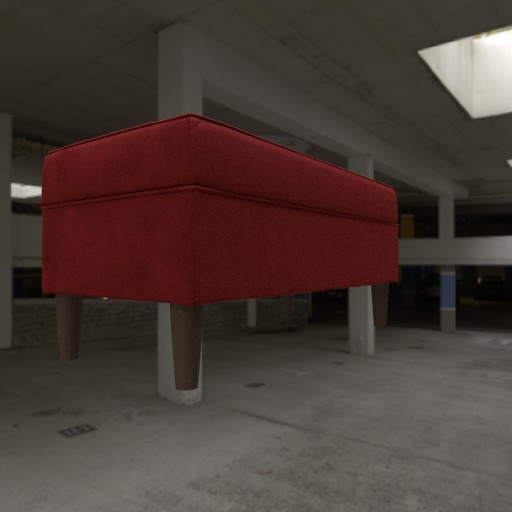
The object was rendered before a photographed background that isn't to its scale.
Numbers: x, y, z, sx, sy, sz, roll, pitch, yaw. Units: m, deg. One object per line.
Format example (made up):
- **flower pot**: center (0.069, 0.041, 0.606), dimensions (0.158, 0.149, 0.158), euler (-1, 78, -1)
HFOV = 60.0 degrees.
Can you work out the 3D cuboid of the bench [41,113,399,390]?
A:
- **bench**: center (0.000, 0.000, 1.261), dimensions (0.492, 0.471, 1.016), euler (0, -1, 37)
